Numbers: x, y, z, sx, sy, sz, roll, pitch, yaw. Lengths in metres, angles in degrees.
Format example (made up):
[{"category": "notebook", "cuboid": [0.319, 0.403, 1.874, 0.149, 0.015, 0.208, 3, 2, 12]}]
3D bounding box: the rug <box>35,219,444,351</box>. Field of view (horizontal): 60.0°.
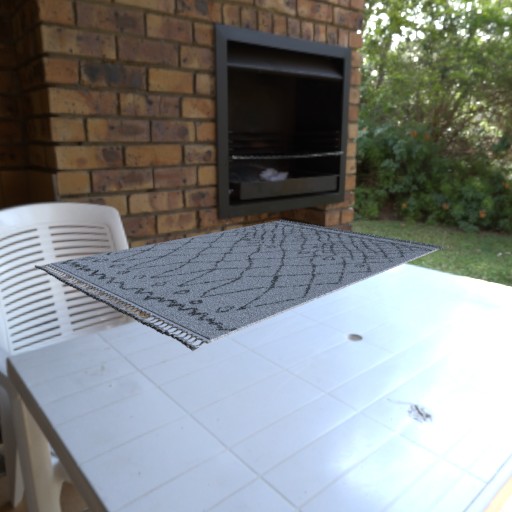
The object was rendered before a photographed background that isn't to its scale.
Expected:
[{"category": "rug", "cuboid": [0.000, 0.000, 3.012, 1.613, 0.017, 2.312, 14, 20, 43]}]
